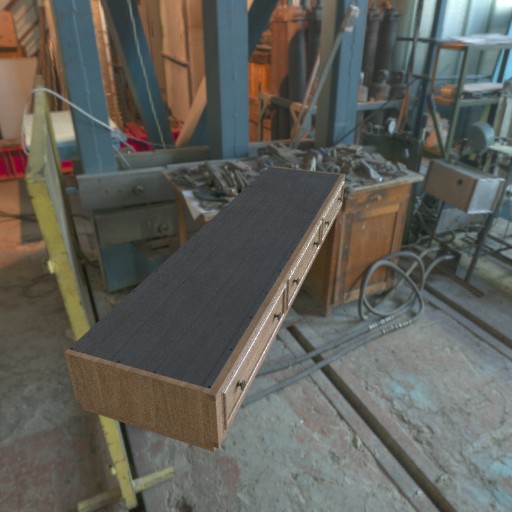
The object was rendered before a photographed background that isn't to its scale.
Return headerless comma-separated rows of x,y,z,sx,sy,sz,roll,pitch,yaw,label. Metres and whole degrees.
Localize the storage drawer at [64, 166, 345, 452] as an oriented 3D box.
0.000,0.000,2.197,0.538,0.264,2.032,10,30,17,storage drawer
